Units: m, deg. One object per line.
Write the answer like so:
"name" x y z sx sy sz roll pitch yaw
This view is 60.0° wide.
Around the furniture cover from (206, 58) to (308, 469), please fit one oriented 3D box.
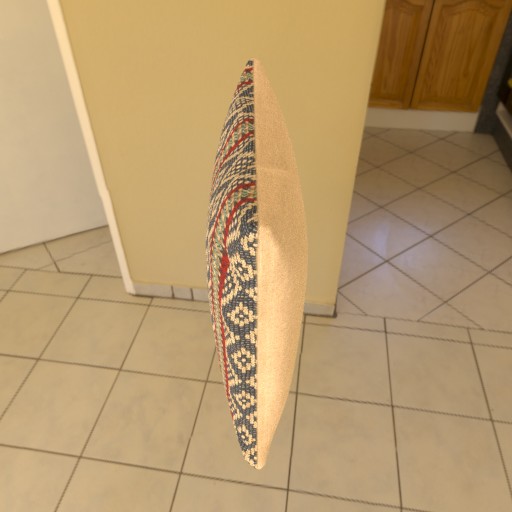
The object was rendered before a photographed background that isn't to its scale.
"furniture cover" 0.000 0.000 0.653 0.139 0.431 0.431 -1 40 -1
